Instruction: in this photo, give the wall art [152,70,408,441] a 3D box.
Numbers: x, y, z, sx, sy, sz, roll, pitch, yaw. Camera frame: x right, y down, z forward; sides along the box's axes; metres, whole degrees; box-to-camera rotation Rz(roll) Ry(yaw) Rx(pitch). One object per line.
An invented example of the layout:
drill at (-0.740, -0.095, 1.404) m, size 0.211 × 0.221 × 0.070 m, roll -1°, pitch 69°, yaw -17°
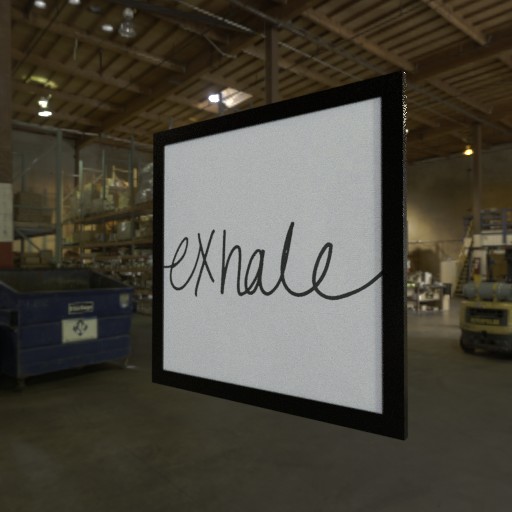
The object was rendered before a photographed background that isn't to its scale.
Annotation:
wall art at (0.000, 0.000, 0.667) m, size 0.446 × 0.445 × 0.014 m, roll -1°, pitch -1°, yaw 36°
